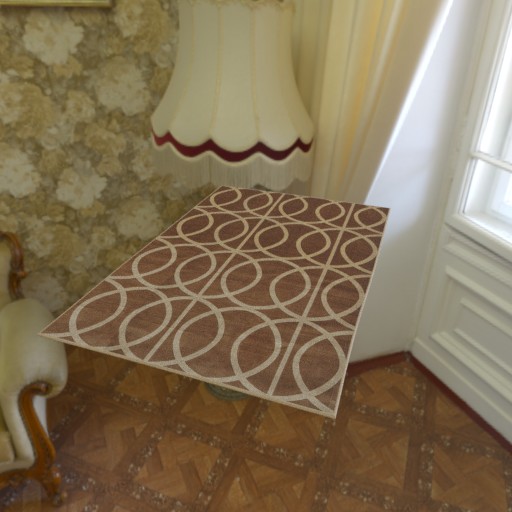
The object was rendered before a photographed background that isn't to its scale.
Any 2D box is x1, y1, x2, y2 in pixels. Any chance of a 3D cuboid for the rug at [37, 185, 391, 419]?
[{"bbox_3d":[0.000,0.000,2.943,1.528,0.014,2.294,10,31,17],"label":"rug"}]
